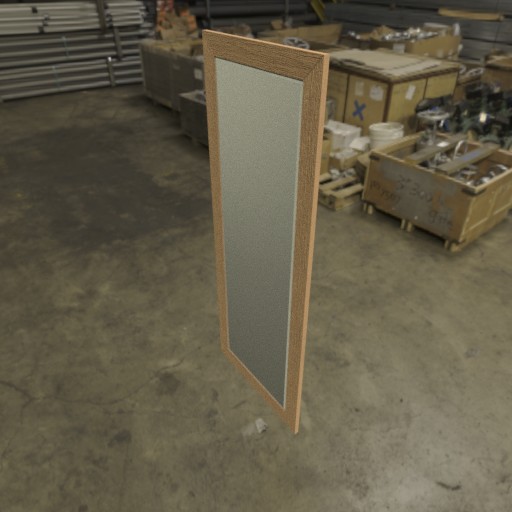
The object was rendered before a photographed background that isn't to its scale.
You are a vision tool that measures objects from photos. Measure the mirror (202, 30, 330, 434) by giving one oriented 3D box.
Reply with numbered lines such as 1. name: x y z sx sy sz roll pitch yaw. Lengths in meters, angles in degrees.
1. mirror: 0.000 0.000 2.302 0.026 2.031 0.812 -21 39 -29
